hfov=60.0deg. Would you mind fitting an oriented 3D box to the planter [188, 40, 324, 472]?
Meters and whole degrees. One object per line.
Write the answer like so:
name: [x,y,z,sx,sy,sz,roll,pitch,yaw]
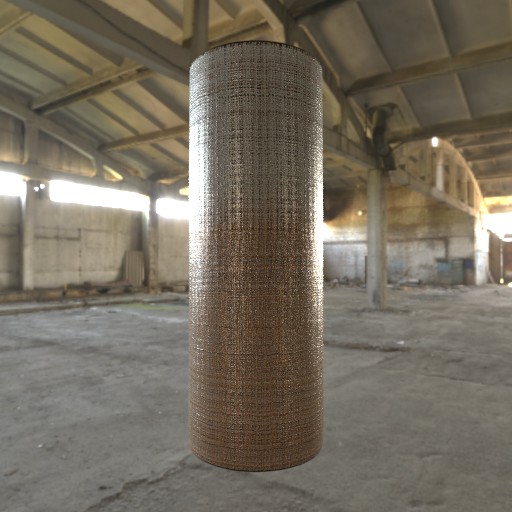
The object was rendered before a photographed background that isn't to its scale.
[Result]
planter: [0.000,0.000,0.331,0.099,0.278,0.099,-1,-2,35]
